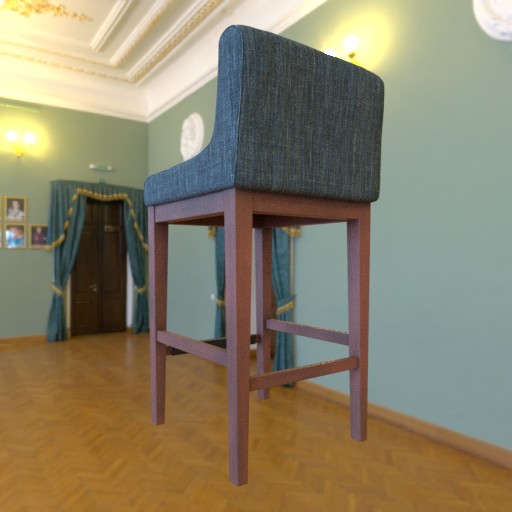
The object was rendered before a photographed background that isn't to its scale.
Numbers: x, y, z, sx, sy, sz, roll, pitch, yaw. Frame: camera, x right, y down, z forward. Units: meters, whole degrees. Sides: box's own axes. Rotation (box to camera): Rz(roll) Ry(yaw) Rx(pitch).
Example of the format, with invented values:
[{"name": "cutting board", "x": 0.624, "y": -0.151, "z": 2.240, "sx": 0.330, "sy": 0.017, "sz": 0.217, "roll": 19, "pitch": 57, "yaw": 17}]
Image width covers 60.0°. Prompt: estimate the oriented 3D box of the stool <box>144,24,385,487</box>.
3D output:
[{"name": "stool", "x": 0.000, "y": 0.000, "z": 1.054, "sx": 0.395, "sy": 0.835, "sz": 0.459, "roll": 0, "pitch": 0, "yaw": -36}]
